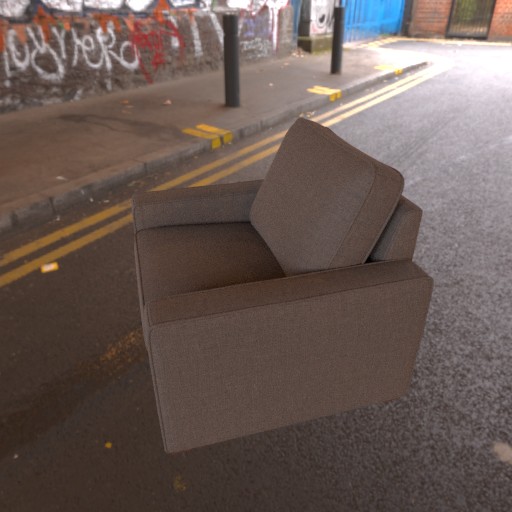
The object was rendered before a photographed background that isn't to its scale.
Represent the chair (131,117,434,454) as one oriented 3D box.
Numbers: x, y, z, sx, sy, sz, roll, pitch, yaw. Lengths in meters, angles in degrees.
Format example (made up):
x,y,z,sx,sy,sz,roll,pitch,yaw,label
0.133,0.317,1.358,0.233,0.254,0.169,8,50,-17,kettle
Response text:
x,y,z,sx,sy,sz,roll,pitch,yaw,label
0.000,0.000,1.780,0.940,0.919,1.017,-8,32,-14,chair
